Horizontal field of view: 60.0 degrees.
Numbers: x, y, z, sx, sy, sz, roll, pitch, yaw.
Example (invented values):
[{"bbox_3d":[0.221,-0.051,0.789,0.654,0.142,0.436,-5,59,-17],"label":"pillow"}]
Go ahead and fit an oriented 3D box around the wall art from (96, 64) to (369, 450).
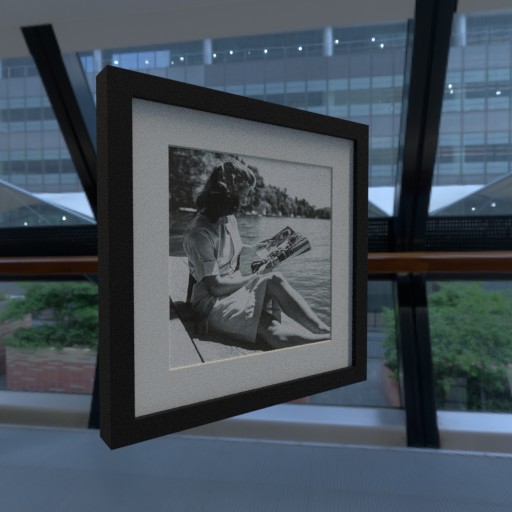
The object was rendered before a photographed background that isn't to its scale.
[{"bbox_3d":[0.000,0.000,0.452,0.308,0.305,0.030,-1,2,-36],"label":"wall art"}]
